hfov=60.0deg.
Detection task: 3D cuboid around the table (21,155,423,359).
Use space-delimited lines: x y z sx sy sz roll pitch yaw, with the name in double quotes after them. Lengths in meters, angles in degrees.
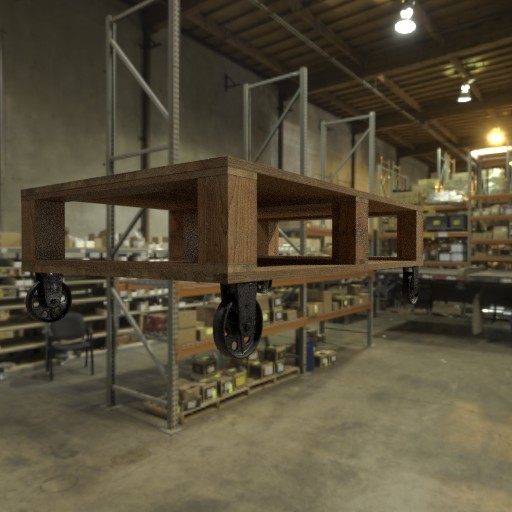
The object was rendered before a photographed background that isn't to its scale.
0.000 0.000 1.632 0.827 0.413 1.299 1 1 37 "table"
